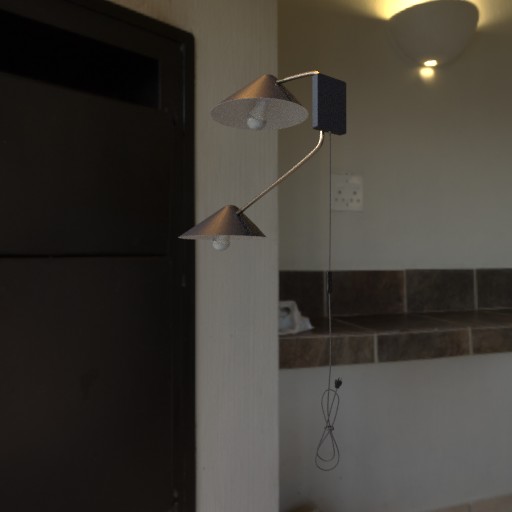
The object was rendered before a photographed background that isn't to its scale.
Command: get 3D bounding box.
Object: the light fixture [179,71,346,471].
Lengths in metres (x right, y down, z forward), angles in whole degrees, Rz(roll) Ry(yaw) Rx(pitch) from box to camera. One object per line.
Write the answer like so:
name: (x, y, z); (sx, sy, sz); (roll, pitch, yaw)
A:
light fixture: (0.000, 0.000, 0.845); (0.189, 0.665, 0.422); (1, -1, -36)
